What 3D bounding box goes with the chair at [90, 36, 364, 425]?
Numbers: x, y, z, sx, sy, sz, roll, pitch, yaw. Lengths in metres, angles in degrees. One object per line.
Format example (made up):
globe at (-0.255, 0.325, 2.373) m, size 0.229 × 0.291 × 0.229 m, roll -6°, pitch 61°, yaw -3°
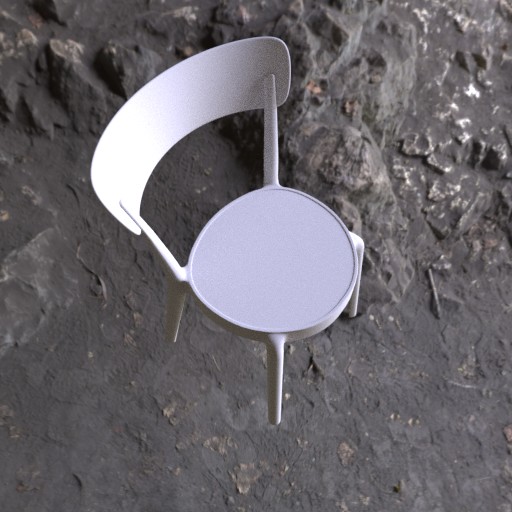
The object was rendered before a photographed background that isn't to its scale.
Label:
chair at (0.000, 0.000, 1.085) m, size 0.491 × 0.790 × 0.506 m, roll 33°, pitch 64°, yaw 19°
